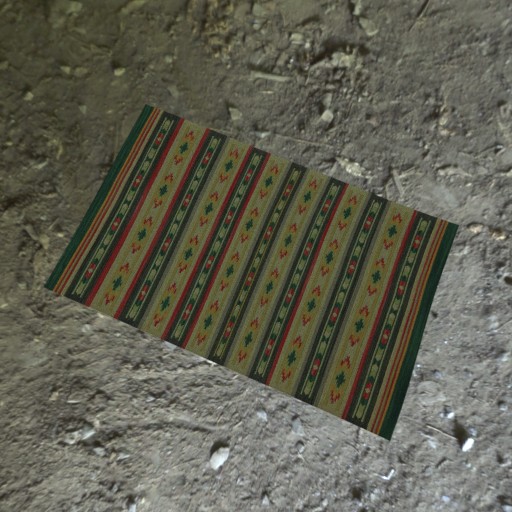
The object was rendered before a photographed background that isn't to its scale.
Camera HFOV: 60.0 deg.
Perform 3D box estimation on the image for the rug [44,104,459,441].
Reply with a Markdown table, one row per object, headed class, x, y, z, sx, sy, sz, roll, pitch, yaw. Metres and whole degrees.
| class | x | y | z | sx | sy | sz | roll | pitch | yaw |
| --- | --- | --- | --- | --- | --- | --- | --- | --- | --- |
| rug | 0.000 | 0.000 | 3.023 | 2.447 | 0.011 | 1.520 | 22 | 76 | 6 |
